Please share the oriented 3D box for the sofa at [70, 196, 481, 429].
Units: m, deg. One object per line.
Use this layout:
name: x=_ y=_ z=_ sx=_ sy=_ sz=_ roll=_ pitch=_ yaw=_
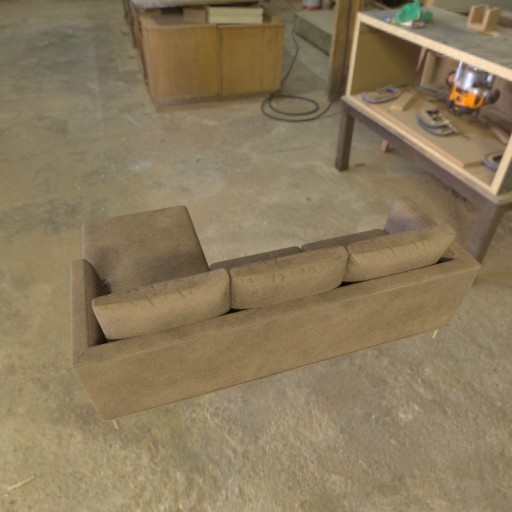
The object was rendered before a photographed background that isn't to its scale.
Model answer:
sofa: x=0.000 y=0.000 z=3.206 sx=2.438 sy=0.987 sz=1.622 roll=-12 pitch=42 yaw=-14
